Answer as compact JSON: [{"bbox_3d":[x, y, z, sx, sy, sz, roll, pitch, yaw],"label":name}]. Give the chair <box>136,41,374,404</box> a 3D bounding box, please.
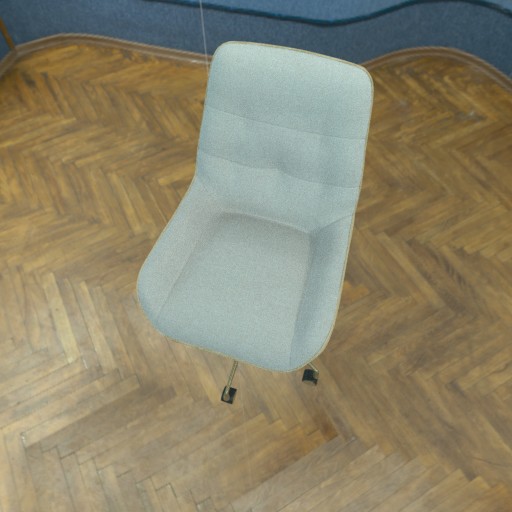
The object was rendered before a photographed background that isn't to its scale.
[{"bbox_3d":[0.000,0.000,1.315,0.564,0.952,0.668,15,59,9],"label":"chair"}]
